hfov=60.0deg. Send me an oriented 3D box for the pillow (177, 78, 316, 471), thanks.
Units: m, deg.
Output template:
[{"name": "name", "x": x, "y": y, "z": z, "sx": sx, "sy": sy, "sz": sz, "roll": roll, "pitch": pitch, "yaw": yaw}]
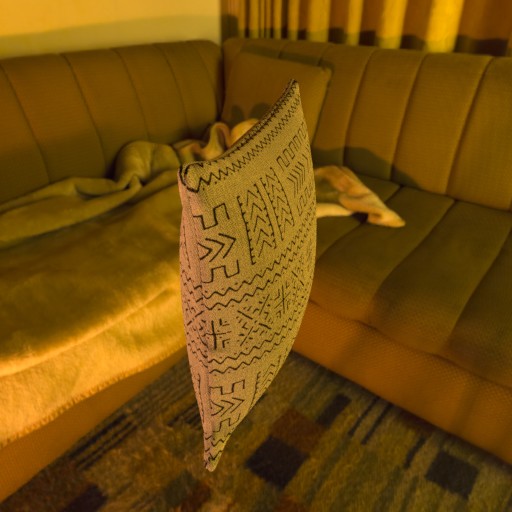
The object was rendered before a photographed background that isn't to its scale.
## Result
[{"name": "pillow", "x": 0.000, "y": 0.000, "z": 0.658, "sx": 0.164, "sy": 0.430, "sz": 0.438, "roll": 9, "pitch": 32, "yaw": 15}]
